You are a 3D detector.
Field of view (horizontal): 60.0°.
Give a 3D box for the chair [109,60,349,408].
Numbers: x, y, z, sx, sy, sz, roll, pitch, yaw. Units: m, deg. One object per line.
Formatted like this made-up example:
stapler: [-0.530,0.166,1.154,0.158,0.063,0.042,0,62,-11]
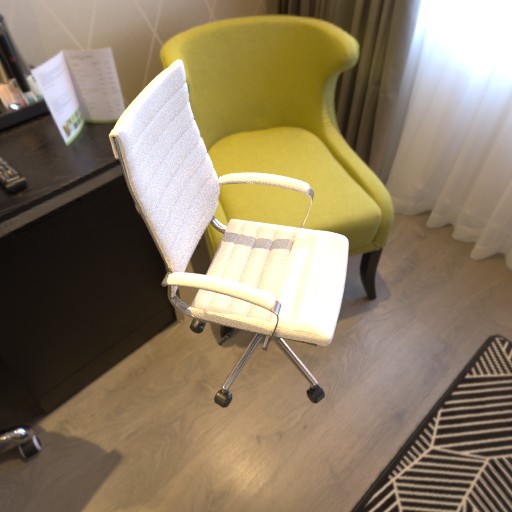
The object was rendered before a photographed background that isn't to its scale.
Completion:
chair: [0.000,0.000,1.575,0.679,1.149,0.679,11,48,10]
